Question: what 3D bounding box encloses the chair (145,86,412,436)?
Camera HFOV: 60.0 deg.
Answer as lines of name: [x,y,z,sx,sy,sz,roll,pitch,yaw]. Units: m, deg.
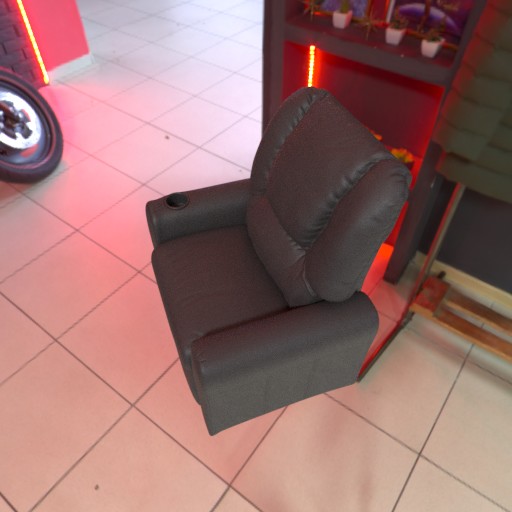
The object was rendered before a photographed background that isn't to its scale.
chair: [0.000,0.000,1.161,0.521,0.709,0.610,-15,49,-14]
